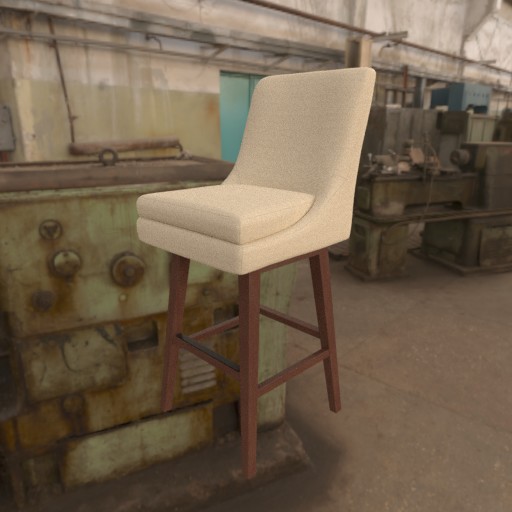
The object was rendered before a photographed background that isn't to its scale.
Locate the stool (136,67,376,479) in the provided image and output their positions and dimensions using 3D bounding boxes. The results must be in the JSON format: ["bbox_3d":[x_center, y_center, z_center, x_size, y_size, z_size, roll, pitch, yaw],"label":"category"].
[{"bbox_3d":[0.000,0.000,1.374,0.559,1.093,0.483,-16,23,-42],"label":"stool"}]
